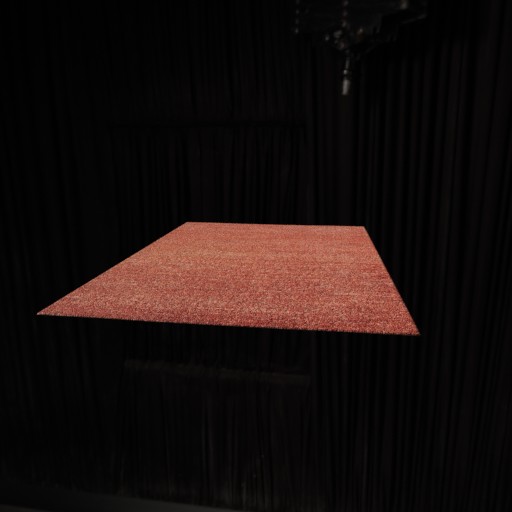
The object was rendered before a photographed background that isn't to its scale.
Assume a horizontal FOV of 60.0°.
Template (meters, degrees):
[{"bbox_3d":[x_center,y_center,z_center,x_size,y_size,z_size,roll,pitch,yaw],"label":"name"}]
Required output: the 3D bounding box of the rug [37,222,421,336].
[{"bbox_3d":[0.000,0.000,5.073,2.803,0.025,3.965,2,15,8],"label":"rug"}]
